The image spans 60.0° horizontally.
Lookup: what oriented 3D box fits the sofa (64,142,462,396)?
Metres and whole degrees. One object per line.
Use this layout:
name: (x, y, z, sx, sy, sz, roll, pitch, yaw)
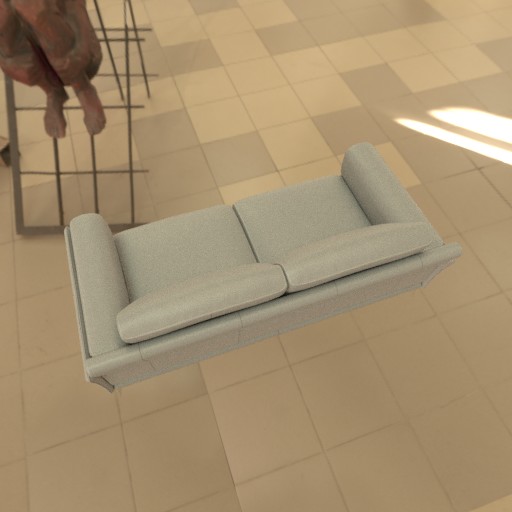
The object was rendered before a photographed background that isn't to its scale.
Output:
sofa: (0.000, 0.000, 2.686, 2.101, 0.930, 1.049, -17, 58, -11)
